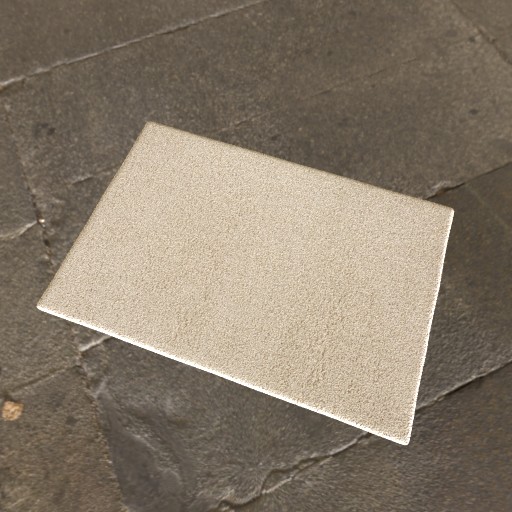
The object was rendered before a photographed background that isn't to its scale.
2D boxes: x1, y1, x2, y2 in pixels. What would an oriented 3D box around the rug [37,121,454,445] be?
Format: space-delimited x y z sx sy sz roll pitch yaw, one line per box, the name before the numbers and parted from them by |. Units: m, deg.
rug | 0.000 0.000 2.217 1.778 0.030 1.219 18 66 8
